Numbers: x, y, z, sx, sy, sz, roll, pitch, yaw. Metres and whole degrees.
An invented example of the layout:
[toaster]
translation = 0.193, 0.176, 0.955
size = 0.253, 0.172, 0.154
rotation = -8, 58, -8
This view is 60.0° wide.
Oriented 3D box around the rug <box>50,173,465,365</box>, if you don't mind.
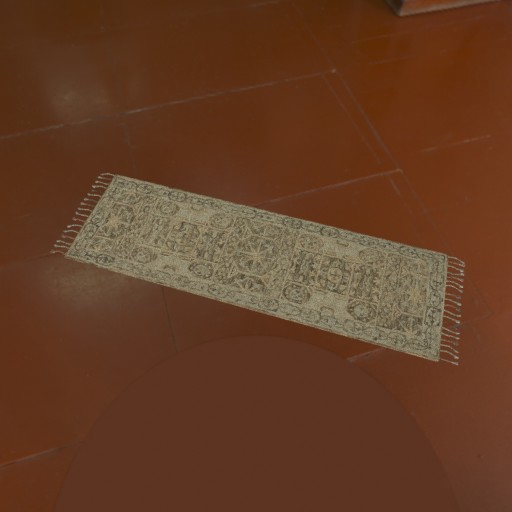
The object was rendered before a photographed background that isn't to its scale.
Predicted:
[rug]
translation = 0.000, 0.000, 2.945
size = 2.664, 0.011, 0.762
rotation = 15, 59, 9
